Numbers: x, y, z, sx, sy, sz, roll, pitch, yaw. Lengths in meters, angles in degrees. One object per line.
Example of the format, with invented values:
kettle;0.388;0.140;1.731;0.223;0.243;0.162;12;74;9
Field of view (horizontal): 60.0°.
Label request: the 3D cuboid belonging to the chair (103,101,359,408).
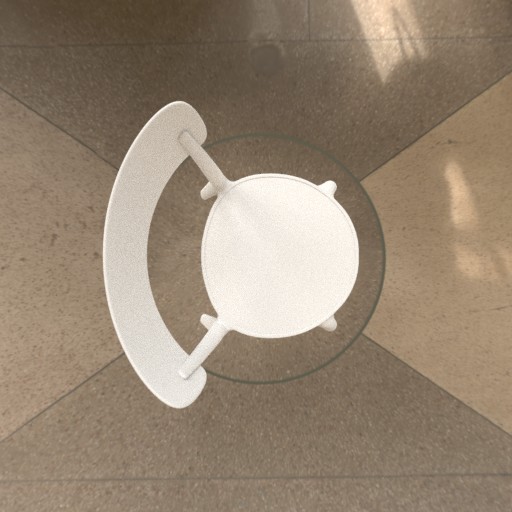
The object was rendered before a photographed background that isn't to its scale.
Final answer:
chair;0.000;0.000;1.107;0.491;0.790;0.506;0;90;1
